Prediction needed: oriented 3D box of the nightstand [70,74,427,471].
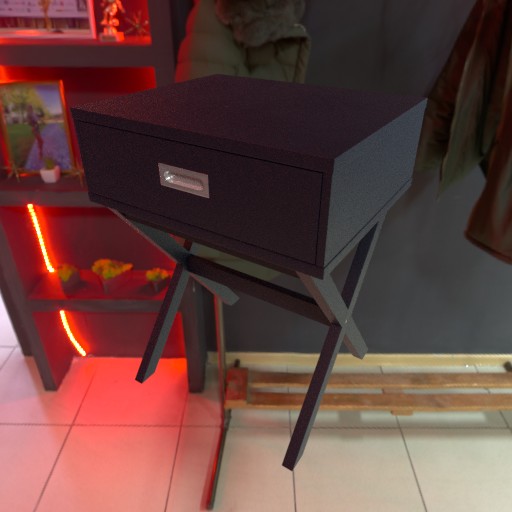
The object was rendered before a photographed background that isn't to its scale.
[{"bbox_3d":[0.000,0.000,0.929,0.479,0.623,0.402,19,36,28],"label":"nightstand"}]
